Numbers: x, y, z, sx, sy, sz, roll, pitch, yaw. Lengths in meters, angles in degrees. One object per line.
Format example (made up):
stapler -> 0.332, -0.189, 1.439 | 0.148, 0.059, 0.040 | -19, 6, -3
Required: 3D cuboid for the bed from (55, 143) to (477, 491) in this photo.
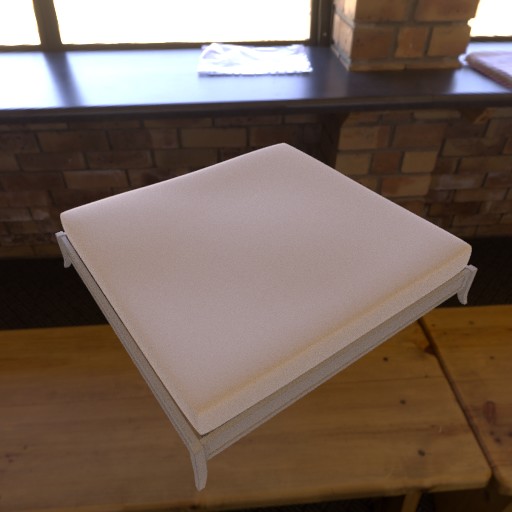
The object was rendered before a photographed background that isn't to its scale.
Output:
bed -> 0.000, 0.000, 3.019 | 2.108, 0.510, 2.007 | -24, 45, -27
